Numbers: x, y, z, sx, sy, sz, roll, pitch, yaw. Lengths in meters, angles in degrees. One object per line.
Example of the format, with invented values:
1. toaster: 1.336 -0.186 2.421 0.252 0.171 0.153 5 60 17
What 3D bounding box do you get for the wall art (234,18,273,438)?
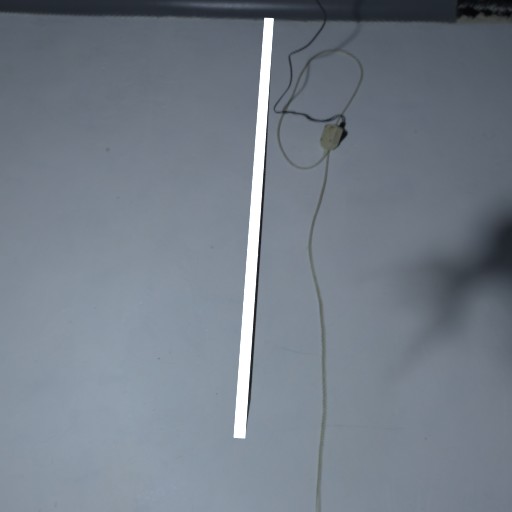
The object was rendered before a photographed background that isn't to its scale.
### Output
1. wall art: 0.000 0.000 0.875 0.013 0.584 0.584 4 76 1
